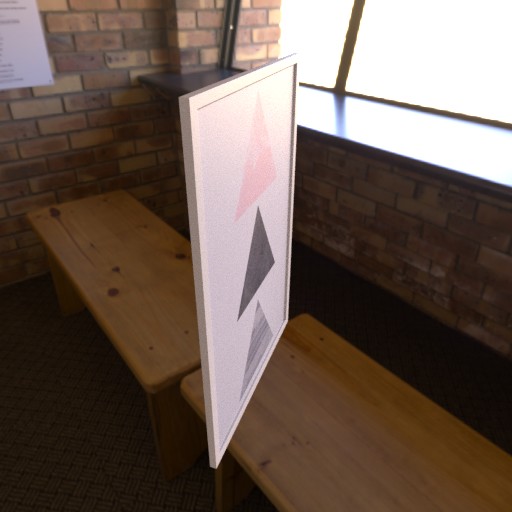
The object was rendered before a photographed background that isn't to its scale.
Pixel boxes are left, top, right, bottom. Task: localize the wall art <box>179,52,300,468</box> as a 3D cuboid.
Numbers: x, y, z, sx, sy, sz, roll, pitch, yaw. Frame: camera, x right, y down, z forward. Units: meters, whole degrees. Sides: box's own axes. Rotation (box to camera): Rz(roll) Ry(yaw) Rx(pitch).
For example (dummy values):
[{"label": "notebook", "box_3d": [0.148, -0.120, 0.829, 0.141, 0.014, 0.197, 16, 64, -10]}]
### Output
[{"label": "wall art", "box_3d": [0.000, 0.000, 0.836, 0.013, 0.656, 0.456, 11, 32, 17]}]
